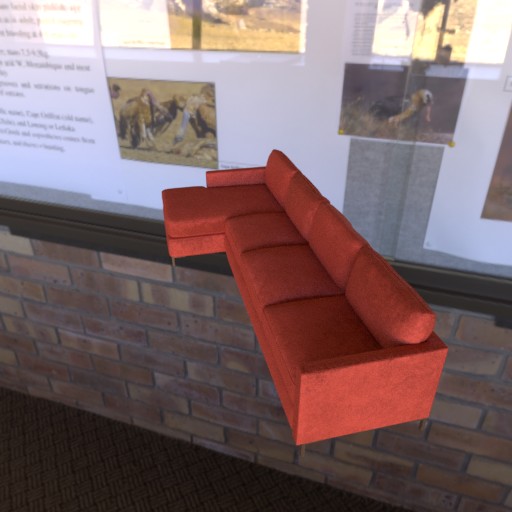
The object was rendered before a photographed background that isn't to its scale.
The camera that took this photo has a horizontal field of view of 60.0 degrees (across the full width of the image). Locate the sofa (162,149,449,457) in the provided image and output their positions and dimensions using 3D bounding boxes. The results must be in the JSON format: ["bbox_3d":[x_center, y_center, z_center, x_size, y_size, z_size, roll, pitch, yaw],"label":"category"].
[{"bbox_3d":[0.000,0.000,3.960,1.500,0.967,3.400,-7,31,-12],"label":"sofa"}]
